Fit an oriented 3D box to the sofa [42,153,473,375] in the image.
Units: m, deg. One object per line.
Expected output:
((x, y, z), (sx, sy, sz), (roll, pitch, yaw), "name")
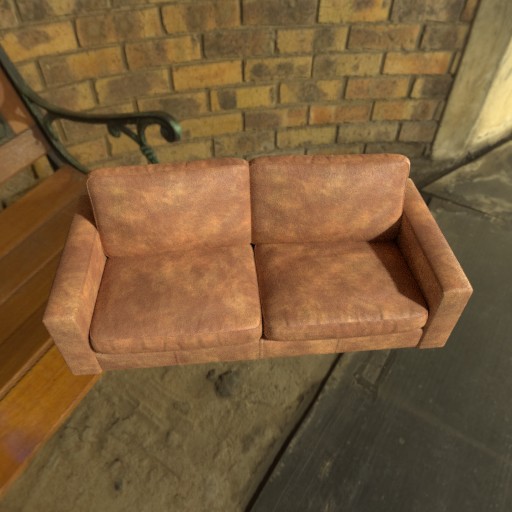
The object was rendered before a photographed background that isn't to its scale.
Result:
((0.000, 0.000, 2.618), (2.179, 0.873, 1.016), (-4, 46, -4), "sofa")
